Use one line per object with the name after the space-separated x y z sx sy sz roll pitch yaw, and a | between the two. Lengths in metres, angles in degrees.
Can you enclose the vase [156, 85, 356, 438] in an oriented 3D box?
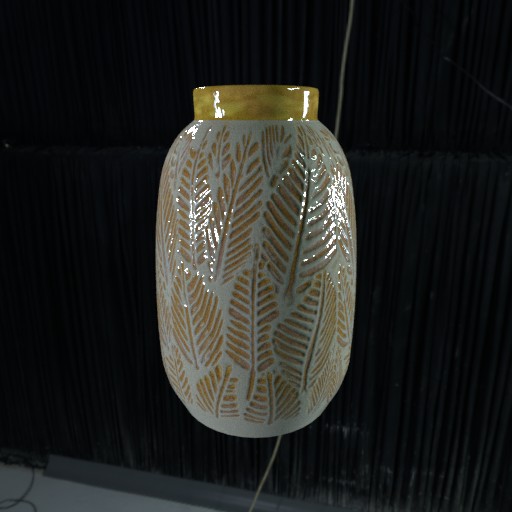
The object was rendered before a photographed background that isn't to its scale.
0.000 0.000 0.383 0.172 0.270 0.172 0 17 0 | vase
